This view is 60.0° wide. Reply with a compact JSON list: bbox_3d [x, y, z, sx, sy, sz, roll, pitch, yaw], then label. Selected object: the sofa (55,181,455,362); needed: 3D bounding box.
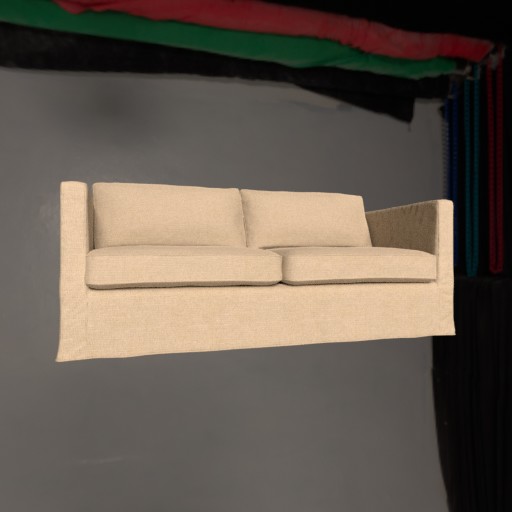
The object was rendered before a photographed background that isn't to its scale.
[{"bbox_3d":[0.000,0.000,2.495,1.987,0.847,0.956,0,0,-18],"label":"sofa"}]
